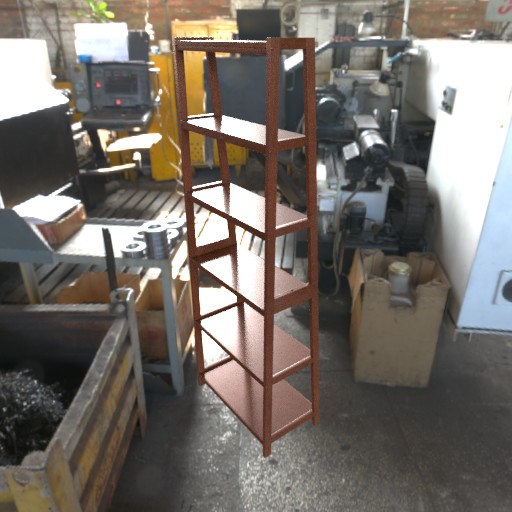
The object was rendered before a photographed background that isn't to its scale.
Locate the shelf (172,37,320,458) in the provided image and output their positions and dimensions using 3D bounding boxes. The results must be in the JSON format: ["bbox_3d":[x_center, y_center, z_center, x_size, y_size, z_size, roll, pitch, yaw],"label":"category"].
[{"bbox_3d":[0.000,0.000,2.137,0.382,1.892,0.660,-19,32,-33],"label":"shelf"}]
